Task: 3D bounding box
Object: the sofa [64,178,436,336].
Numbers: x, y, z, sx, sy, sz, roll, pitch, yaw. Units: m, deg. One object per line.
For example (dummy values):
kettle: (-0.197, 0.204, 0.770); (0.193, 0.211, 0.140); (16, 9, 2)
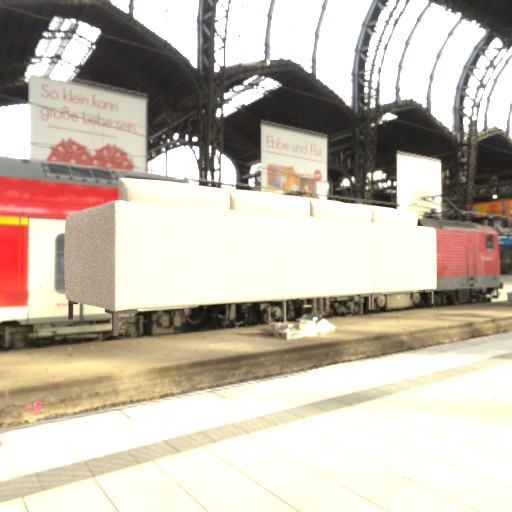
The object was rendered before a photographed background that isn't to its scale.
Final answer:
sofa: (0.000, 0.000, 3.571); (2.923, 0.816, 1.469); (1, -1, -38)
